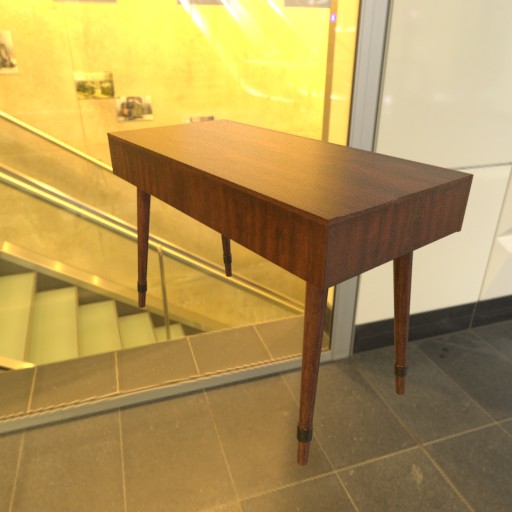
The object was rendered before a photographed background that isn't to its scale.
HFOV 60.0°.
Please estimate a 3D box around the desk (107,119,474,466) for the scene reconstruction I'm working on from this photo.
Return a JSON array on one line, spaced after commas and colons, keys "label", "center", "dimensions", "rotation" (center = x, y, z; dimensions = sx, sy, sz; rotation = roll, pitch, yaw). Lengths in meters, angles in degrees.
[{"label": "desk", "center": [0.000, 0.000, 2.155], "dimensions": [0.734, 1.031, 1.577], "rotation": [-19, 31, -33]}]
